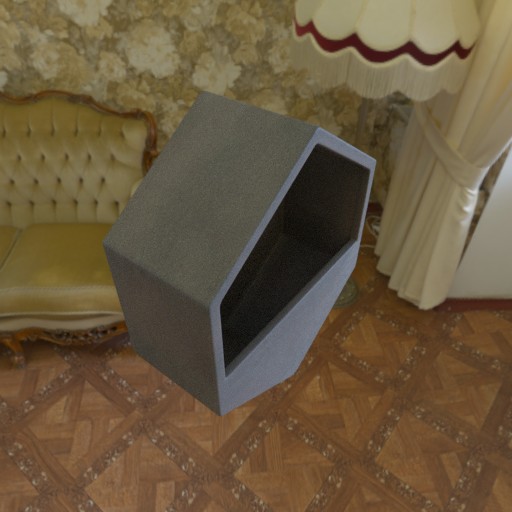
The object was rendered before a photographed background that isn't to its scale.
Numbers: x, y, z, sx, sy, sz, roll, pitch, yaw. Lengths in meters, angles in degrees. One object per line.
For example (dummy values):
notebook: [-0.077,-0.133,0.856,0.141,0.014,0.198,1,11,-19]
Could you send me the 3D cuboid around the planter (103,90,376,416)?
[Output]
planter: [0.000,0.000,0.299,0.077,0.206,0.169,27,48,27]
